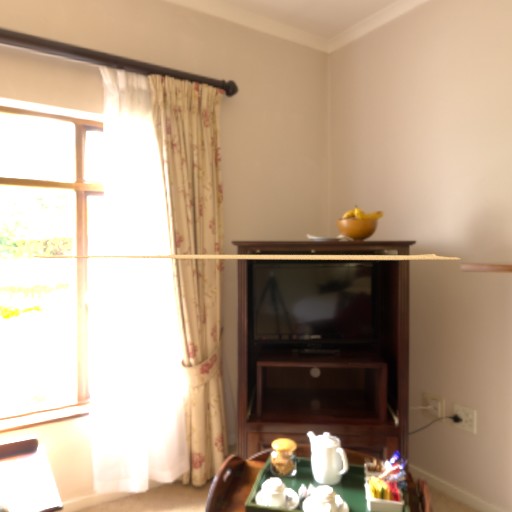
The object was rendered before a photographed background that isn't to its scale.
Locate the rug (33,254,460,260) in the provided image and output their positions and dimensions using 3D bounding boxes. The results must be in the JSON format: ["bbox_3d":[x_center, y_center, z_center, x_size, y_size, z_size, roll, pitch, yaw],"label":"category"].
[{"bbox_3d":[0.000,0.000,3.090,2.434,0.023,1.518,0,1,18],"label":"rug"}]
